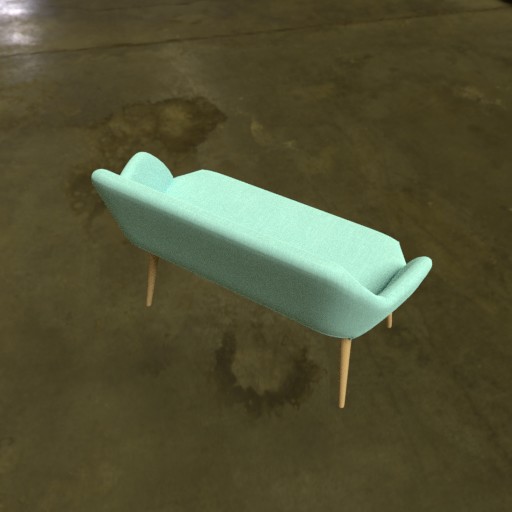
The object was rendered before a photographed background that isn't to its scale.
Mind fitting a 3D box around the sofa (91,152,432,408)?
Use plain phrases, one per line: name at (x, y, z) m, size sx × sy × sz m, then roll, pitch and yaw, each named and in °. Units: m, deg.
sofa at (0.000, 0.000, 1.644) m, size 1.150 × 0.840 × 0.610 m, roll 23°, pitch 51°, yaw 20°
